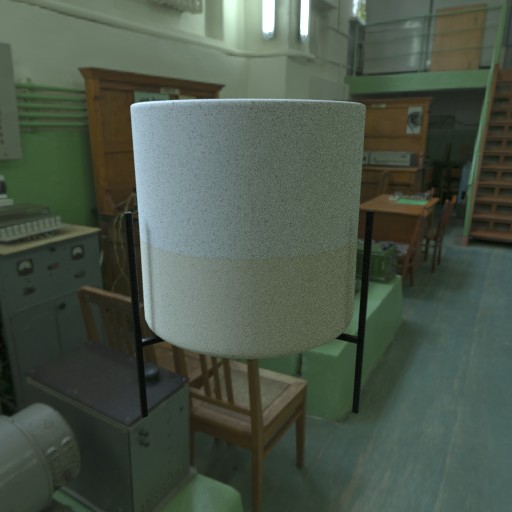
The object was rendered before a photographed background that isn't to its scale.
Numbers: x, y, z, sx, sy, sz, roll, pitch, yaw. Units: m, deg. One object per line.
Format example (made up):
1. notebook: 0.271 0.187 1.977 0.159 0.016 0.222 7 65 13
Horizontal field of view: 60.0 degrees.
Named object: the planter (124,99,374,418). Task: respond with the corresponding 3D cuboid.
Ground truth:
1. planter: 0.000 0.000 0.654 0.335 0.423 0.313 8 18 27
